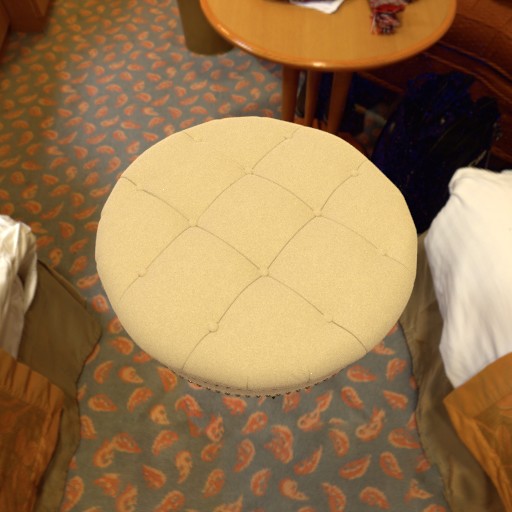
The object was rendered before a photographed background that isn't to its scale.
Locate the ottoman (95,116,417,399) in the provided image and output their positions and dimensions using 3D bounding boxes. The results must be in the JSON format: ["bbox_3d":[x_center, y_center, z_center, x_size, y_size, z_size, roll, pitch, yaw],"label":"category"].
[{"bbox_3d":[0.000,0.000,1.378,0.901,0.439,0.901,0,58,0],"label":"ottoman"}]
